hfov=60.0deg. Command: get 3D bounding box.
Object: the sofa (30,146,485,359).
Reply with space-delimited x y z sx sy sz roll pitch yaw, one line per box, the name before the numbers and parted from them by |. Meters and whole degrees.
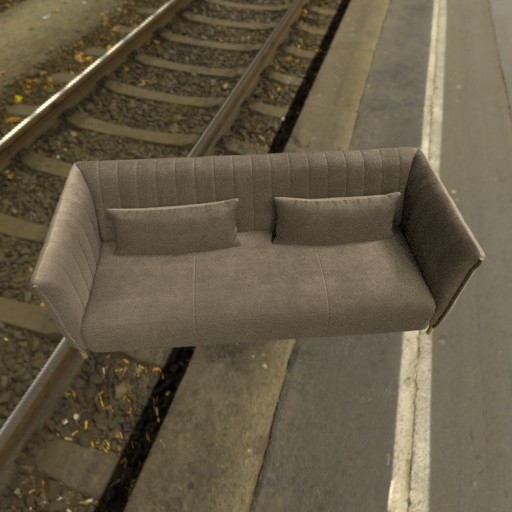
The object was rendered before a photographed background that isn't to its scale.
sofa | 0.000 0.000 2.403 1.980 0.780 0.876 -3 48 -3
